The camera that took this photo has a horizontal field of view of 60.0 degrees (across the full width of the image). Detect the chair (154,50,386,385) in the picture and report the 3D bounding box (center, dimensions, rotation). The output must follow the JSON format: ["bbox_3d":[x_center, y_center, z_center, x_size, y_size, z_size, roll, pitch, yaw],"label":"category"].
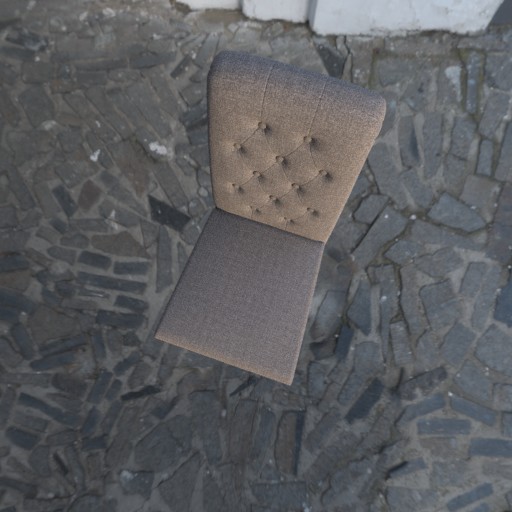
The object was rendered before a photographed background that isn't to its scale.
[{"bbox_3d":[0.000,0.000,1.381,0.456,1.006,0.671,18,76,5],"label":"chair"}]
